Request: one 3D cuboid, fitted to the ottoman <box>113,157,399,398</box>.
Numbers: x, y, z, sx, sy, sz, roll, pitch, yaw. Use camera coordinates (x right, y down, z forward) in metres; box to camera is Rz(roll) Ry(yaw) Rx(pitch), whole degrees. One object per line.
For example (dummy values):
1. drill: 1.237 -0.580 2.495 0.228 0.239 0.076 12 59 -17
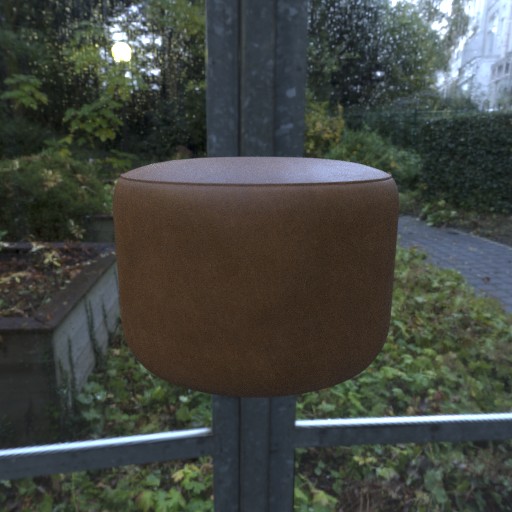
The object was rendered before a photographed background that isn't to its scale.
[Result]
1. ottoman: 0.000 0.000 1.014 0.607 0.438 0.607 0 14 0
